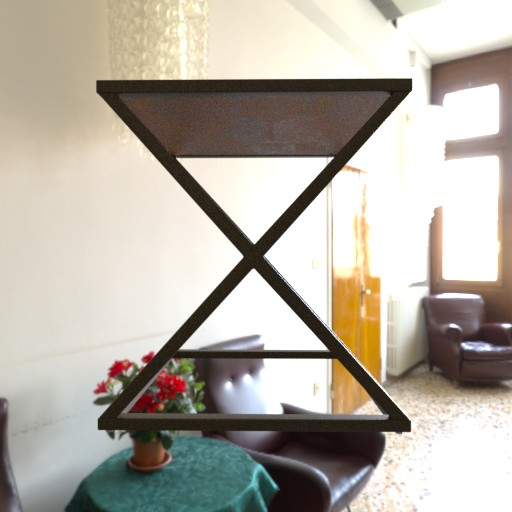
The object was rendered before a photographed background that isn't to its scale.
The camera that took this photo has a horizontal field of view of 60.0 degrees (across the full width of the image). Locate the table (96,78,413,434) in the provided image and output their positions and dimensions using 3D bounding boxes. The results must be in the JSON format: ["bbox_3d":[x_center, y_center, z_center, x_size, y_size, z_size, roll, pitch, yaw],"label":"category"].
[{"bbox_3d":[0.000,0.000,0.951,0.500,0.565,0.500,0,1,1],"label":"table"}]
